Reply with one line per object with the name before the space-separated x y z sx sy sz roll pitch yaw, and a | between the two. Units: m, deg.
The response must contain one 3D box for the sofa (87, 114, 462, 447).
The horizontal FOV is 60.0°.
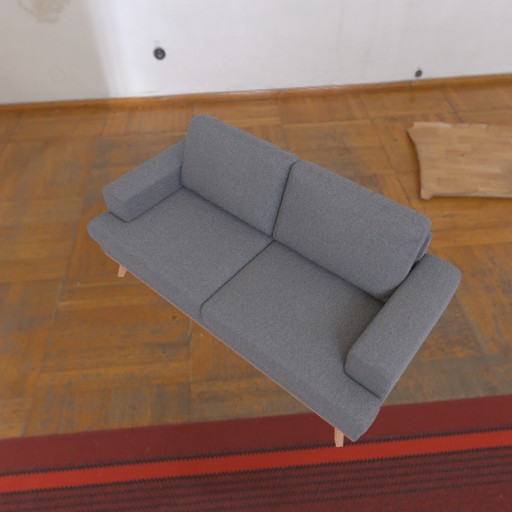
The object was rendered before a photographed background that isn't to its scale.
sofa | 0.000 0.000 2.108 1.650 0.810 0.785 32 55 25
